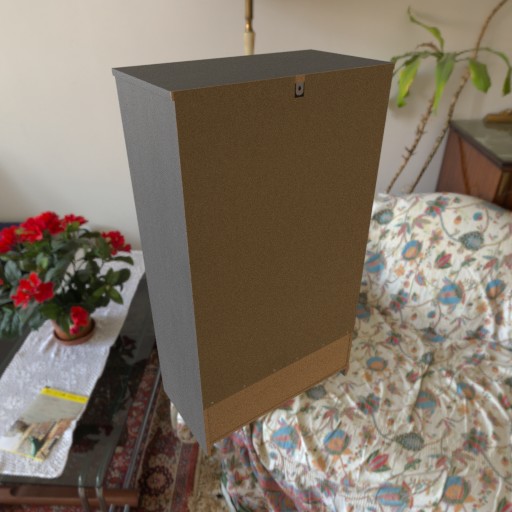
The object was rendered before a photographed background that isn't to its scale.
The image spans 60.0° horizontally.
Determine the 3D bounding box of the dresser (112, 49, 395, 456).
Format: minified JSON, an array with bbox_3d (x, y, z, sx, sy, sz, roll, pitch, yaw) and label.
[{"bbox_3d":[0.000,0.000,1.568,0.704,1.255,0.399,-20,37,-29],"label":"dresser"}]
